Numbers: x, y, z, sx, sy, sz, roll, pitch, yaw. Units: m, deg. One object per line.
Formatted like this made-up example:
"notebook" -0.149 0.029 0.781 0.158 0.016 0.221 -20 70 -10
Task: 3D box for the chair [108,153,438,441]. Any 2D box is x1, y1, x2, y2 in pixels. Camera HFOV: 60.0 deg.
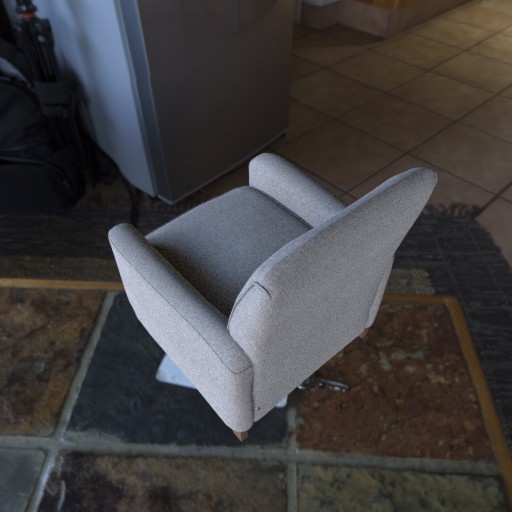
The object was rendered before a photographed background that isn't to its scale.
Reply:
"chair" 0.000 0.000 1.683 0.848 1.014 0.864 -32 54 -27
